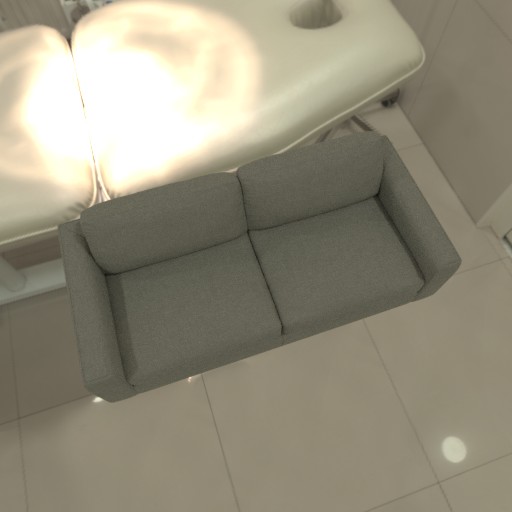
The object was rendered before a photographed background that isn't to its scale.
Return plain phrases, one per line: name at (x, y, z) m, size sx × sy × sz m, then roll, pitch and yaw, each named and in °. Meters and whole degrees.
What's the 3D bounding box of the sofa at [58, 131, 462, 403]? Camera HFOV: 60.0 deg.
sofa at (0.000, 0.000, 2.789) m, size 2.262 × 0.801 × 1.070 m, roll -17°, pitch 65°, yaw -8°
